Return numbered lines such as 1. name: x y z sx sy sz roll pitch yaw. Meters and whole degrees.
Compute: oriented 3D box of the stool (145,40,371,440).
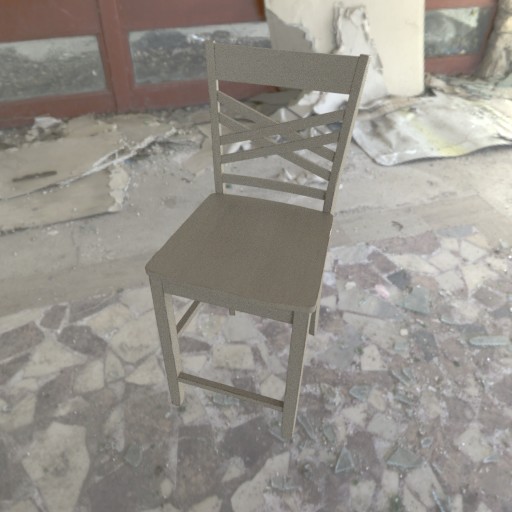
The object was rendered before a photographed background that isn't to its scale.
1. stool: 0.000 0.000 1.360 0.462 1.079 0.539 12 41 14
